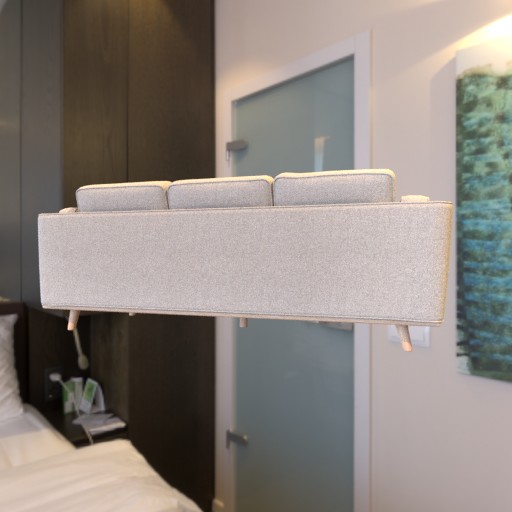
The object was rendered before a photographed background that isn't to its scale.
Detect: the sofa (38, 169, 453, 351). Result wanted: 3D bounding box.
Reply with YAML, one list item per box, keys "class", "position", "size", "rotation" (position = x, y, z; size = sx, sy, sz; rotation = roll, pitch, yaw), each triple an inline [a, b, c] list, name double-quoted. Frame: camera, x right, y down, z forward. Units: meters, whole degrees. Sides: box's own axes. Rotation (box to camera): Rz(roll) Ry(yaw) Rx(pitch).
- class: "sofa"
  position: [0.000, 0.000, 3.147]
  size: [2.411, 0.929, 1.604]
  rotation: [0, 1, 17]
